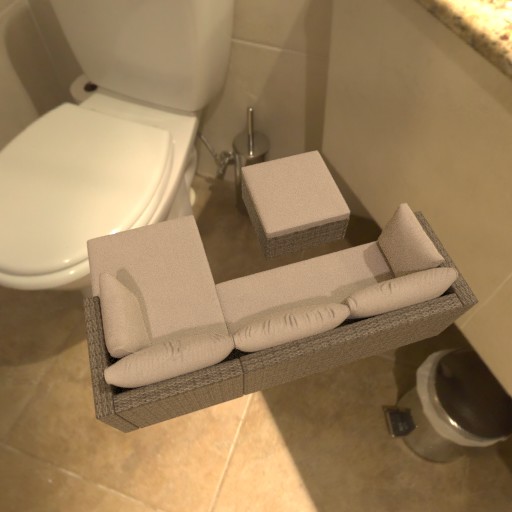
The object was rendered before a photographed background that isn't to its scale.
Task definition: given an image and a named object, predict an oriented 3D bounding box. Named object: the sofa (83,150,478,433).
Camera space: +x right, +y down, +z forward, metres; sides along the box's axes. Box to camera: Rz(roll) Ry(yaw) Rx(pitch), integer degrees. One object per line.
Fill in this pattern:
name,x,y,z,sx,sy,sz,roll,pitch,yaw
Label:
sofa,0.000,0.000,3.014,2.192,0.766,1.662,-15,59,-9
